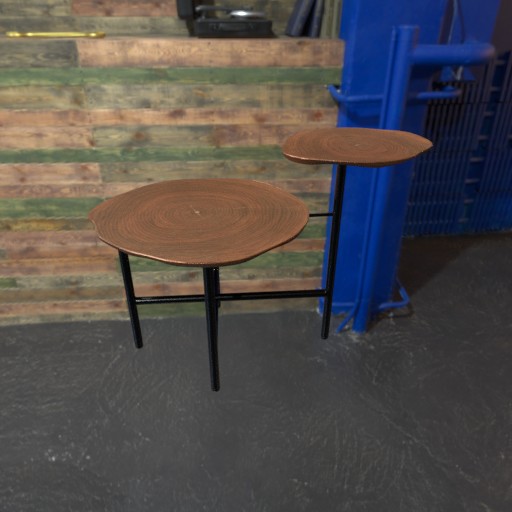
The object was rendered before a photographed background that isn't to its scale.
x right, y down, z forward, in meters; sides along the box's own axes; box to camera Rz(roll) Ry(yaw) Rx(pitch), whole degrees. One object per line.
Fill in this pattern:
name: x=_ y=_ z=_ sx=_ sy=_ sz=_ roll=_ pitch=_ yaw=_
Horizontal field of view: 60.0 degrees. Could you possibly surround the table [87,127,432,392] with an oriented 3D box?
table: x=0.000 y=0.000 z=1.067 sx=0.759 sy=0.538 sz=0.442 roll=-2 pitch=30 yaw=-3
